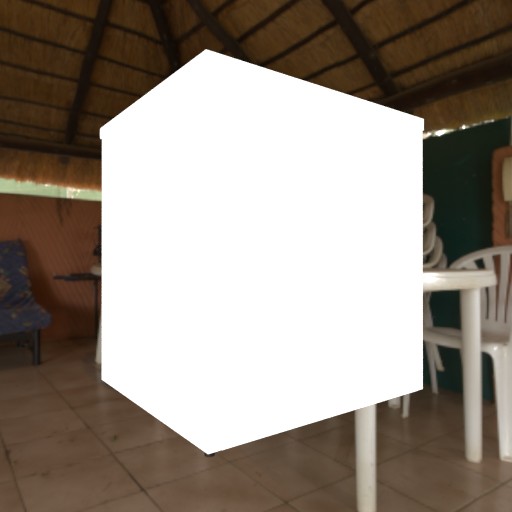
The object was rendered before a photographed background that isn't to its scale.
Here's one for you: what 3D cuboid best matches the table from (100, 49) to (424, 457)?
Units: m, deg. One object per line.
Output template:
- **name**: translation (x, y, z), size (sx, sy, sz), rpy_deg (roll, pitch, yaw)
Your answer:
- **table**: translation (0.000, 0.000, 0.772), size (0.420, 0.460, 0.380), rpy_deg (0, 0, -36)
